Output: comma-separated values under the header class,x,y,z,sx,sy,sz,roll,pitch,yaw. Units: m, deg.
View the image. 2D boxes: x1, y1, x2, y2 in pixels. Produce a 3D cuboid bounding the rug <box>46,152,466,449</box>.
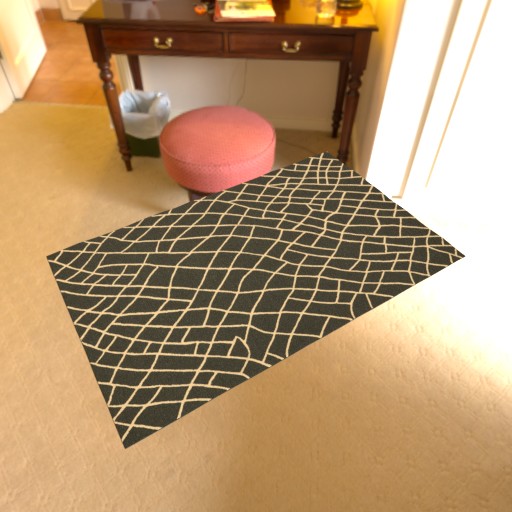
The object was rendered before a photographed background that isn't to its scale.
class,x,y,z,sx,sy,sz,roll,pitch,yaw
rug,0.000,0.000,3.039,2.448,0.017,1.529,-24,51,-22
